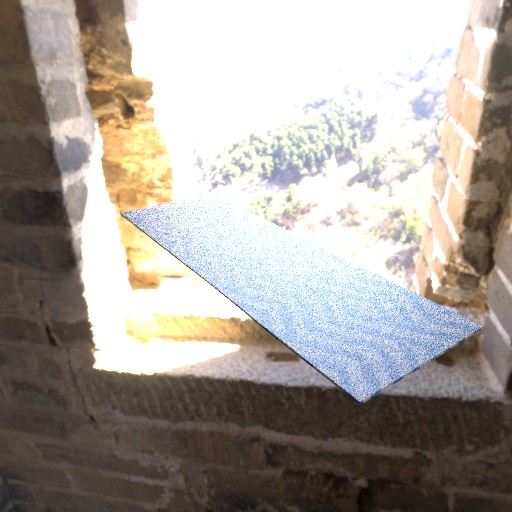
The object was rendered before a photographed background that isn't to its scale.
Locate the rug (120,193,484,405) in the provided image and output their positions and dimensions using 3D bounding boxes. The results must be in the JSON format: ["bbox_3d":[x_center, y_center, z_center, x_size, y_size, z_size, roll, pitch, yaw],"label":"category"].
[{"bbox_3d":[0.000,0.000,1.653,0.503,0.007,1.492,-17,31,-32],"label":"rug"}]
